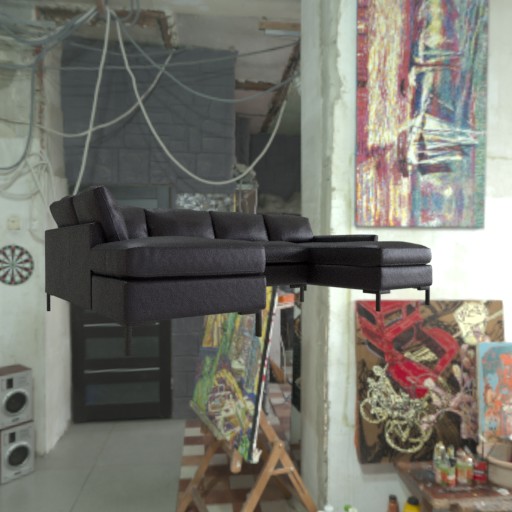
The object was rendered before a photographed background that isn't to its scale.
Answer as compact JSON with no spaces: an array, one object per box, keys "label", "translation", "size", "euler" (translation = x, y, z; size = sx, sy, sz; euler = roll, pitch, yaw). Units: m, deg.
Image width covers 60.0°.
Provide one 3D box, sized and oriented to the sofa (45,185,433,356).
[{"label":"sofa","translation":[0.000,0.000,3.722],"size":[2.956,0.900,1.939],"euler":[-1,1,-36]}]
